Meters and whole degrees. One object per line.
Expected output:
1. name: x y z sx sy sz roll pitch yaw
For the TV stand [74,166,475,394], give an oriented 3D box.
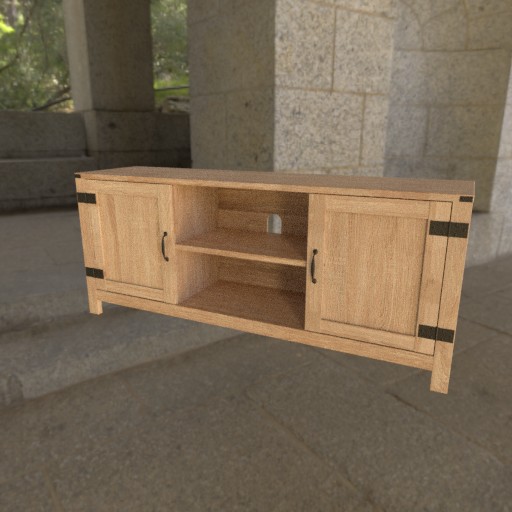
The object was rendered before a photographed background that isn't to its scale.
1. TV stand: 0.000 0.000 1.728 1.466 0.610 0.398 7 18 24
